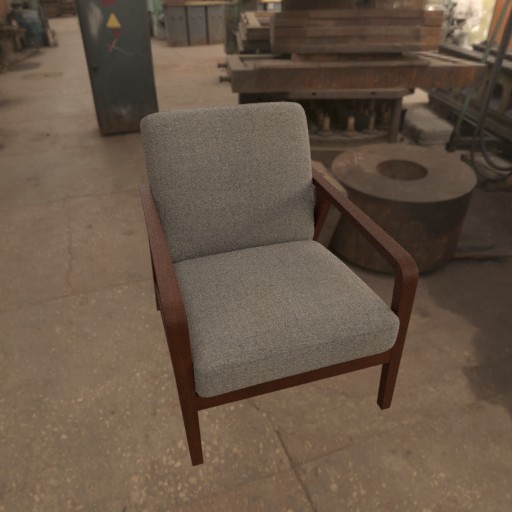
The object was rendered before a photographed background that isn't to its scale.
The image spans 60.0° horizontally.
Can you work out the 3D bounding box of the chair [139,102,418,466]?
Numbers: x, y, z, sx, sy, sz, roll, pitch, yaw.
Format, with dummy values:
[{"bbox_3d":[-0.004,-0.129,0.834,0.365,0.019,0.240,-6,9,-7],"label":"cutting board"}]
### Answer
[{"bbox_3d":[0.000,0.000,1.504,0.704,0.847,0.858,-10,33,-16],"label":"chair"}]
